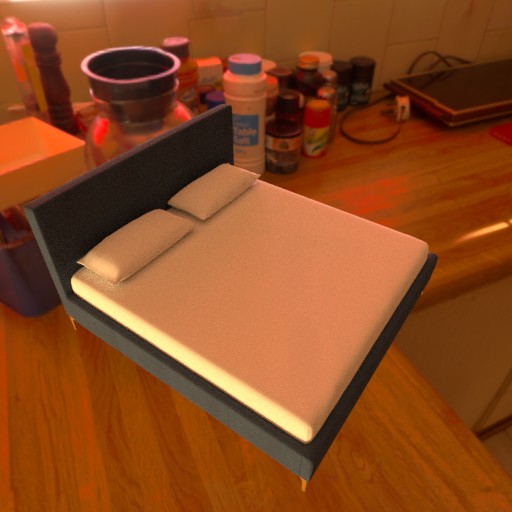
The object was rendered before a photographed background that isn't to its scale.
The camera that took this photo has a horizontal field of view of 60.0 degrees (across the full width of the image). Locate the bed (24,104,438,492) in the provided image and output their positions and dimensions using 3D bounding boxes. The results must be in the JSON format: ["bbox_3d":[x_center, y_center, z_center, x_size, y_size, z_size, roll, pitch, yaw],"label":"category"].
[{"bbox_3d":[0.000,0.000,3.392,2.232,1.231,2.096,25,47,26],"label":"bed"}]
